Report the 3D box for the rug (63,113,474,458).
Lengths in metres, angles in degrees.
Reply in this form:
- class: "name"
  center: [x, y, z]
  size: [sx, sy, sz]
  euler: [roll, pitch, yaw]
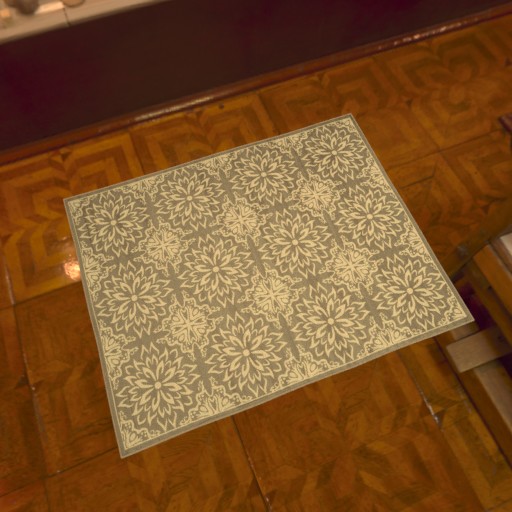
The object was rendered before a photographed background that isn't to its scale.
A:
- class: "rug"
  center: [0.000, 0.000, 3.909]
  size: [2.980, 0.012, 2.363]
  euler: [-19, 67, -8]
